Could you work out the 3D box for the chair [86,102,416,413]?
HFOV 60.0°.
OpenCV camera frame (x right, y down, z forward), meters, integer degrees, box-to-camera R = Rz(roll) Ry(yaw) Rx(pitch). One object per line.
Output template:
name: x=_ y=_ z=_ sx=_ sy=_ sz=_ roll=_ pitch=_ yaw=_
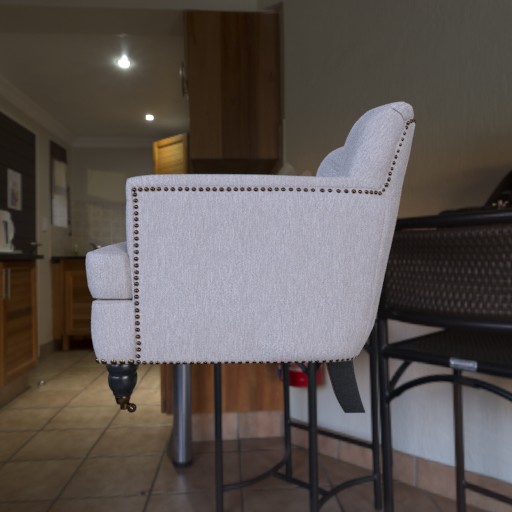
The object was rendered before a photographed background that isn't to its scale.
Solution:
chair: x=0.000 y=0.000 z=1.467 sx=0.902 sy=0.823 sz=0.737 roll=0 pitch=1 yaw=-2
